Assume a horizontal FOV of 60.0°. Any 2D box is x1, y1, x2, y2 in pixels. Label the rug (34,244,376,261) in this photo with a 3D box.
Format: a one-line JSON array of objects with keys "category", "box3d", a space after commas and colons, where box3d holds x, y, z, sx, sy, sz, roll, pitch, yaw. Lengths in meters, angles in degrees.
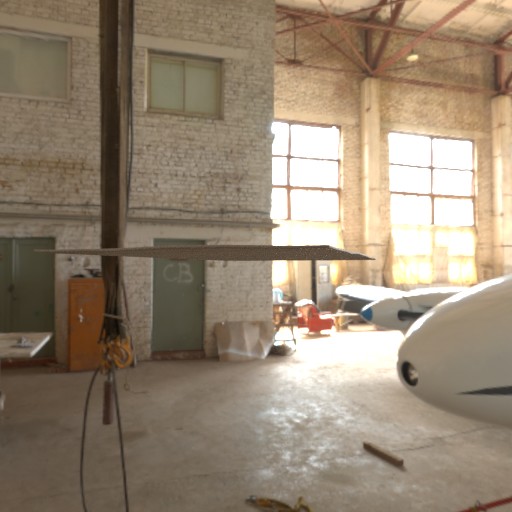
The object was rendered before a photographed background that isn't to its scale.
[{"category": "rug", "box3d": [0.000, 0.000, 1.086, 0.511, 0.008, 0.869, -1, -2, 19]}]
